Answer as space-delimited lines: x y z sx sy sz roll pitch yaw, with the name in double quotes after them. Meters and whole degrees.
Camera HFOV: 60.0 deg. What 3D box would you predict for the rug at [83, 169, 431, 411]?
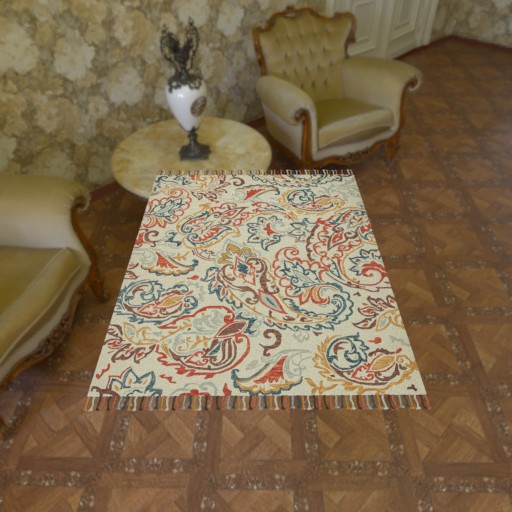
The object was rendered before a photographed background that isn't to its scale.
0.000 0.000 4.331 2.439 0.015 3.274 0 41 0 "rug"
